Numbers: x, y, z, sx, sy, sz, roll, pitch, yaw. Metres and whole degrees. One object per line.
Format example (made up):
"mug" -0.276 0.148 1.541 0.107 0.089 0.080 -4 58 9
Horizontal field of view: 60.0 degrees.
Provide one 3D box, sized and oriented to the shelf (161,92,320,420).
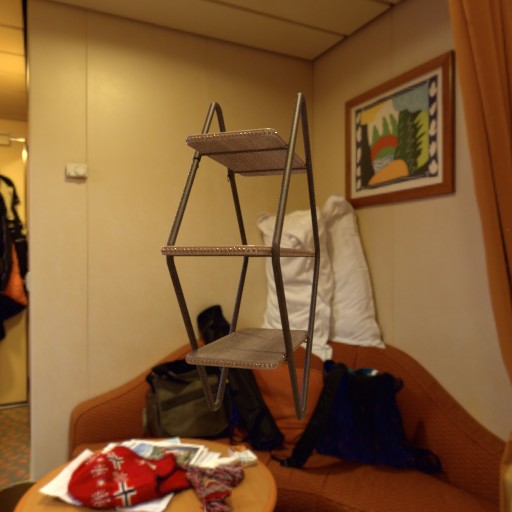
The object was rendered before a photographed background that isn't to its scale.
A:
"shelf" 0.000 0.000 1.075 0.234 0.774 0.609 0 0 17
